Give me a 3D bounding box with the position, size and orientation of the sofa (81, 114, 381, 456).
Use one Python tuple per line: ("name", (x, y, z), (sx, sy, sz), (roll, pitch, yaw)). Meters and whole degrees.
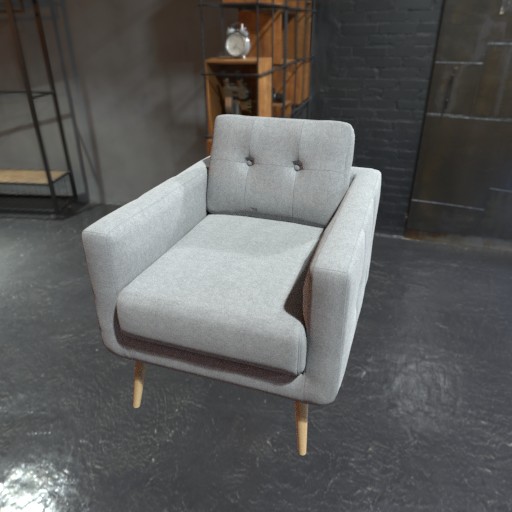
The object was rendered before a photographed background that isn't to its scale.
("sofa", (0.000, 0.000, 1.580), (0.770, 0.860, 0.920), (9, 29, 17))
